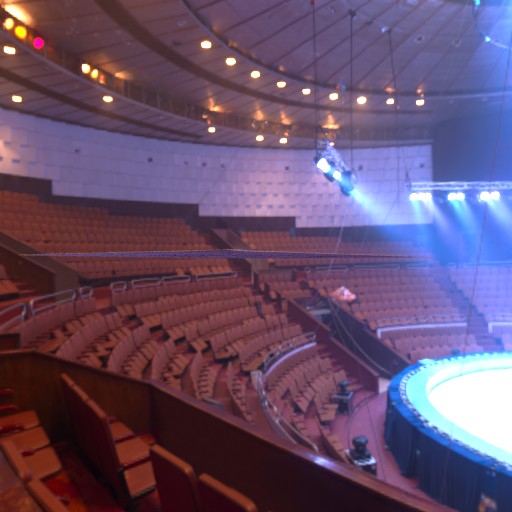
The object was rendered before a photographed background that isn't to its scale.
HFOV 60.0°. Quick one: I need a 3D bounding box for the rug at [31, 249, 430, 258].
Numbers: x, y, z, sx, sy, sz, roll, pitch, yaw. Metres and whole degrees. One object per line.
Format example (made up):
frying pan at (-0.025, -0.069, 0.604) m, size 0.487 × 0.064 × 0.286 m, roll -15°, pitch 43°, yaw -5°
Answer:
rug at (0.000, 0.000, 2.266) m, size 1.223 × 0.008 × 1.813 m, roll -1°, pitch -1°, yaw 38°
